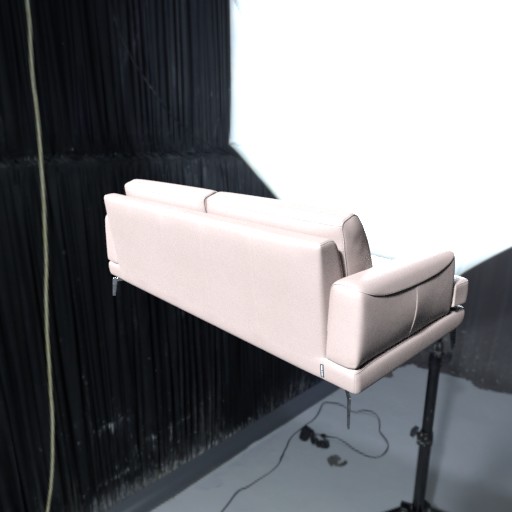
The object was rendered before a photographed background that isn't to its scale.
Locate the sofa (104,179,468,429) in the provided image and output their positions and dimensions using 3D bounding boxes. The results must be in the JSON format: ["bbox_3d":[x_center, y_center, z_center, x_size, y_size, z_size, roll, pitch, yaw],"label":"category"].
[{"bbox_3d":[0.000,0.000,2.439,0.974,0.765,1.940,-14,21,-41],"label":"sofa"}]
